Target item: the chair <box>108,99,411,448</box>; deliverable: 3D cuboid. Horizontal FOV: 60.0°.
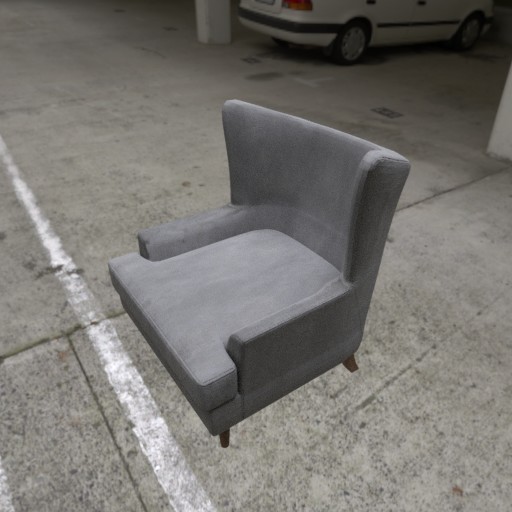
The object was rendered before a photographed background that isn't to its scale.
[{"bbox_3d":[0.000,0.000,1.654,0.906,0.950,0.784,-21,38,-29],"label":"chair"}]
